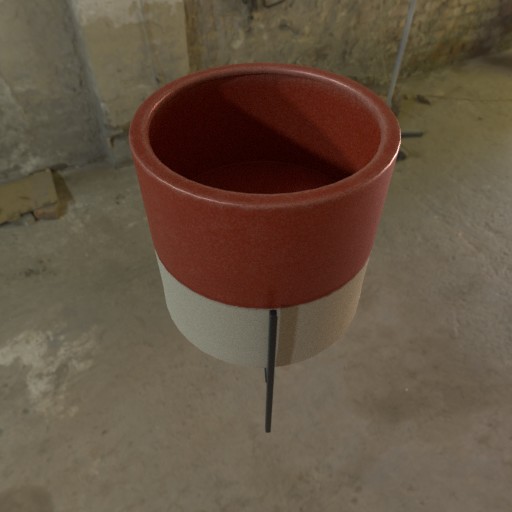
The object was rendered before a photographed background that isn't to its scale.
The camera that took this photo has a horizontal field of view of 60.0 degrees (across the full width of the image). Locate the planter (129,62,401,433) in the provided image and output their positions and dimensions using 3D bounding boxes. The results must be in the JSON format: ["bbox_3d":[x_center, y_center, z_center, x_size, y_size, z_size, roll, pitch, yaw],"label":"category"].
[{"bbox_3d":[0.000,0.000,0.515,0.251,0.354,0.235,19,50,17],"label":"planter"}]
